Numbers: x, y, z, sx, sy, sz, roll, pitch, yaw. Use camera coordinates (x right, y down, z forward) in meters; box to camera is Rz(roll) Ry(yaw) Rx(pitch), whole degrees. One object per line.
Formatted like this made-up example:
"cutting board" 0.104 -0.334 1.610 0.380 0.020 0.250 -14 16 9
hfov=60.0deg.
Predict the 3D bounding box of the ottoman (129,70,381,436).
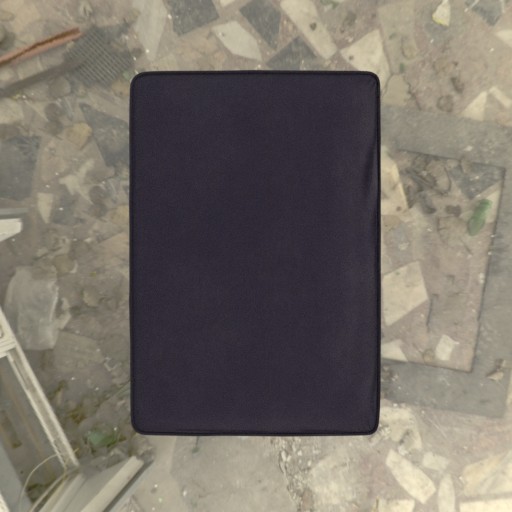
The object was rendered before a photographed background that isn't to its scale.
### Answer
"ottoman" 0.000 0.000 1.294 0.637 0.503 0.938 0 91 0
